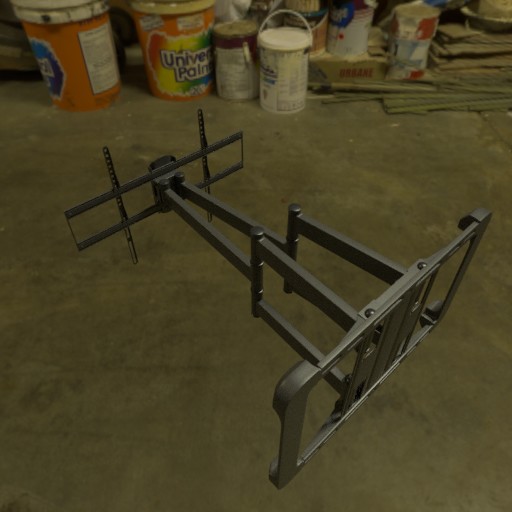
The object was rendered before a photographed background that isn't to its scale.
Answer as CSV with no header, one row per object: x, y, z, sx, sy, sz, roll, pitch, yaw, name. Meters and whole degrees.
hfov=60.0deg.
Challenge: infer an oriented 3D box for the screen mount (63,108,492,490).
0.000,0.000,1.281,0.725,0.483,0.905,-33,53,-30,screen mount
